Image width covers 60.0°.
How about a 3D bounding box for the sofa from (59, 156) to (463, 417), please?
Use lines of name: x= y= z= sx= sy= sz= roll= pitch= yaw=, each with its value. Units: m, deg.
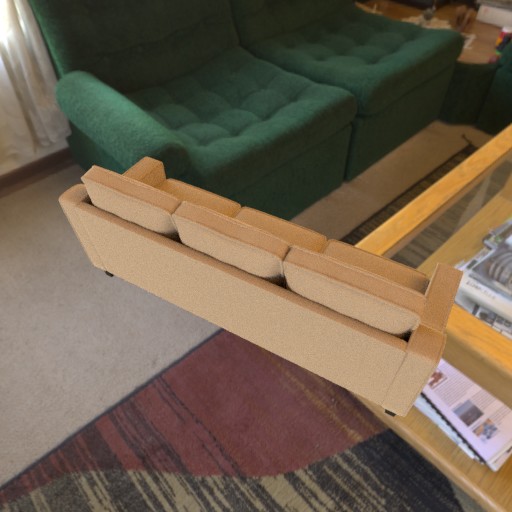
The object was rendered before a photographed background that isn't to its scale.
sofa: x=0.000 y=0.000 z=2.577 sx=2.131 sy=0.902 sz=0.791 roll=23 pitch=51 yaw=20
